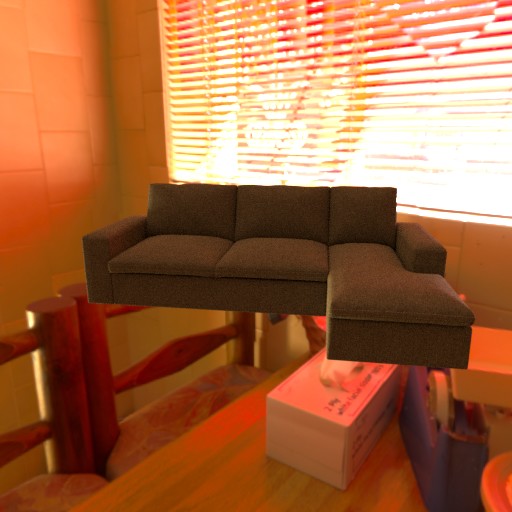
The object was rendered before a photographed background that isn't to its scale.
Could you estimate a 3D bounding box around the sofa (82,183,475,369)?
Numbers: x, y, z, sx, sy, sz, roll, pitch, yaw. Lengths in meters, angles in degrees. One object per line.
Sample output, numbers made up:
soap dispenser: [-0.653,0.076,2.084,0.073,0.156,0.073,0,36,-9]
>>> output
sofa: [0.000,0.000,3.414,2.718,0.940,1.689,2,15,8]
